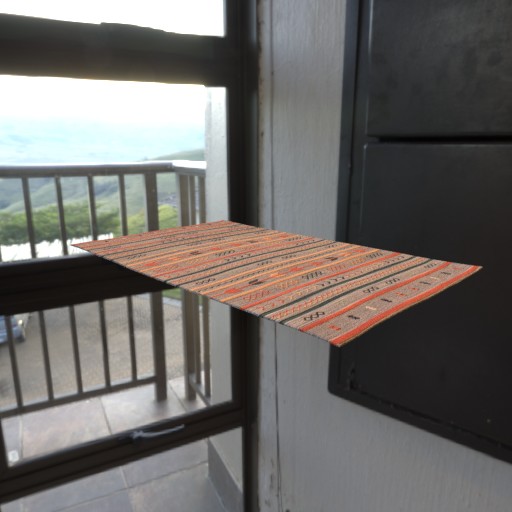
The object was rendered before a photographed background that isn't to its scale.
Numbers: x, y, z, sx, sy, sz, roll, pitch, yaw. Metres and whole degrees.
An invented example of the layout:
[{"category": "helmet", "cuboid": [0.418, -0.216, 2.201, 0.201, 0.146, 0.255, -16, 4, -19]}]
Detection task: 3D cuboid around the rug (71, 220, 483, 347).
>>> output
[{"category": "rug", "cuboid": [0.000, 0.000, 3.050, 2.439, 0.029, 1.537, 14, 20, 43]}]
